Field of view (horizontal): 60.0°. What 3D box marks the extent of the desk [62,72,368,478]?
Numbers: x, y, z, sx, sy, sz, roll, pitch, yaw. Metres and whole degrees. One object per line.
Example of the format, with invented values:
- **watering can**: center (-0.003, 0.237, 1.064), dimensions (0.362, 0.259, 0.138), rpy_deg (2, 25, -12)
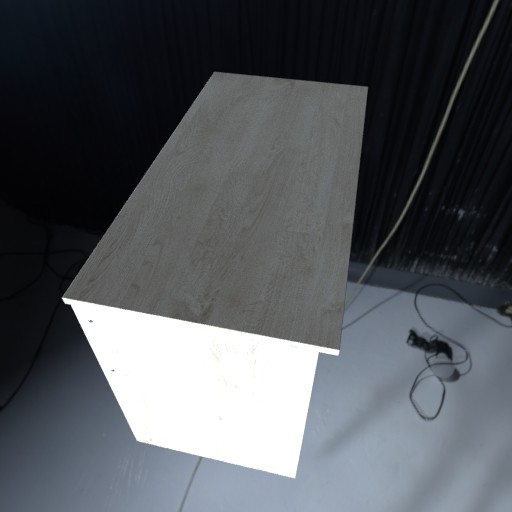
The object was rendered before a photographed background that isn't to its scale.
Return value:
- **desk**: center (0.000, 0.000, 1.488), dimensions (0.560, 0.730, 1.096), rpy_deg (9, 47, 9)
